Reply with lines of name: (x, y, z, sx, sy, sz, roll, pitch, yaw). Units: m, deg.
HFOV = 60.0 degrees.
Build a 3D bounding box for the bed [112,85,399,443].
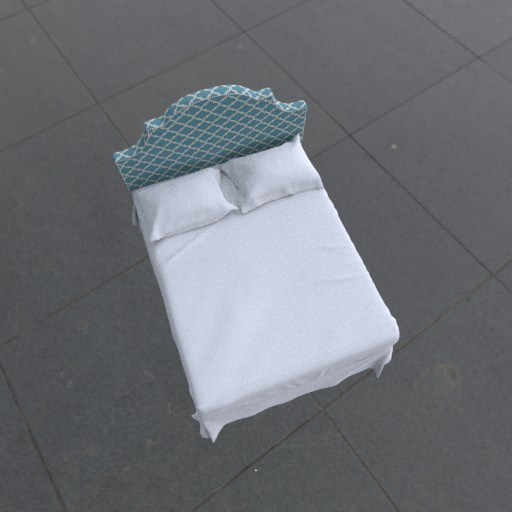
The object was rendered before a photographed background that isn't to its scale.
bed: (0.000, 0.000, 3.448, 1.780, 1.633, 2.222, -18, 66, -9)
